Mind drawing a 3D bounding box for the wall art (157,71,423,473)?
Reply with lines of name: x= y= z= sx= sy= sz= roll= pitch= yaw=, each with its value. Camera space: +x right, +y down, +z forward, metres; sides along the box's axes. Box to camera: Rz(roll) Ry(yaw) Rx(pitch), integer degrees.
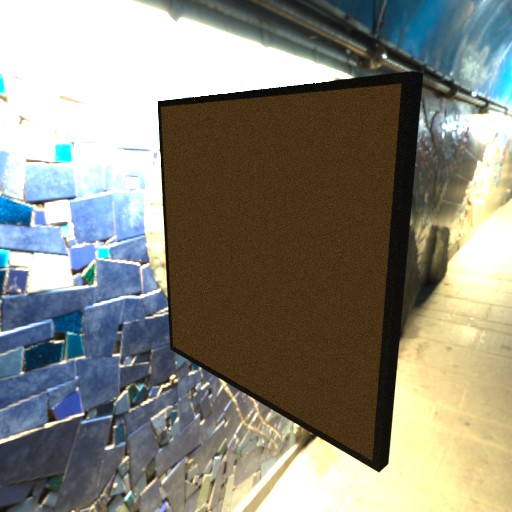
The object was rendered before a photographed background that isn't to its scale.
wall art: x=0.000 y=0.000 z=1.084 sx=0.038 sy=0.763 sz=0.763 roll=-14 pitch=20 yaw=-42
